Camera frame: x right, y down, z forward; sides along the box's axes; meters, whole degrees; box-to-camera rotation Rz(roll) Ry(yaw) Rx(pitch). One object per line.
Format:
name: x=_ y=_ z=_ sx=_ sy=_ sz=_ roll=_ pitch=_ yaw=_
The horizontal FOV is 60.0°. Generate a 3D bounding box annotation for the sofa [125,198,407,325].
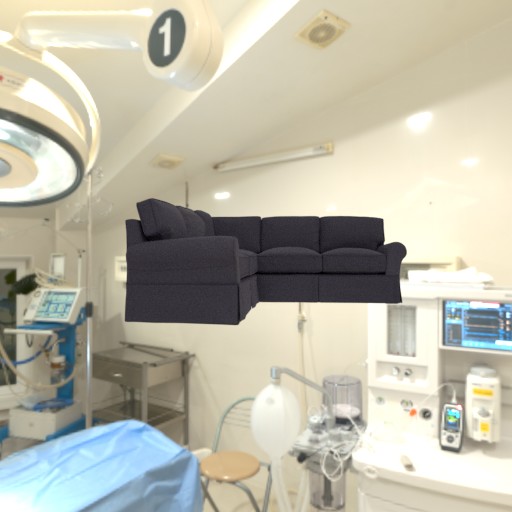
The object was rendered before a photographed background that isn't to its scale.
sofa: x=0.000 y=0.000 z=5.253 sx=2.874 sy=1.169 sz=3.773 roll=0 pitch=0 yaw=37
